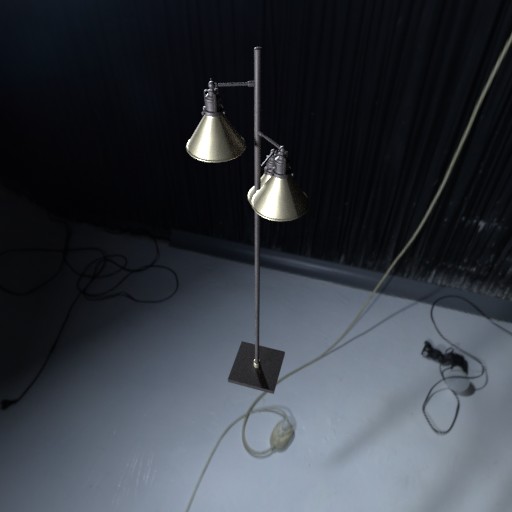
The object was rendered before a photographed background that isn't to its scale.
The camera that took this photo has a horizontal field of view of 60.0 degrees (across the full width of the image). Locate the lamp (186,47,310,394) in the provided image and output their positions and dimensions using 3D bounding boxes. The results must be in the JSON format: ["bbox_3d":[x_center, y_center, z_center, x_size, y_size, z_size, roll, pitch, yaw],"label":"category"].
[{"bbox_3d":[0.000,0.000,1.873,0.428,1.716,0.415,11,46,11],"label":"lamp"}]
